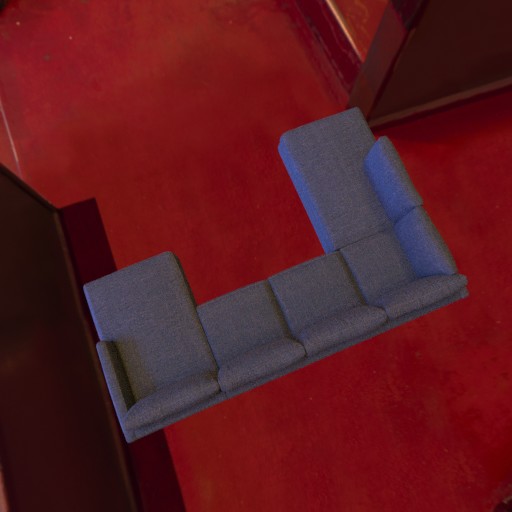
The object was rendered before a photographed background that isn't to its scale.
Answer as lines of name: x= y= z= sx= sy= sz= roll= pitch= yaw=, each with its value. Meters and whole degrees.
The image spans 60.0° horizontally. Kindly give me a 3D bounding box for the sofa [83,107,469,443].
sofa: x=0.000 y=0.000 z=3.557 sx=2.737 sy=0.753 sz=1.879 roll=-22 pitch=76 yaw=-6
